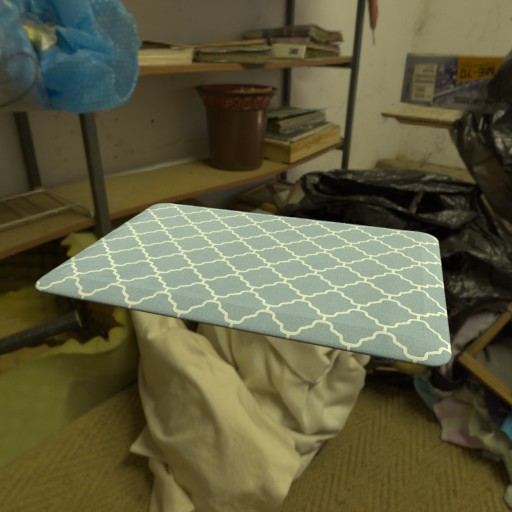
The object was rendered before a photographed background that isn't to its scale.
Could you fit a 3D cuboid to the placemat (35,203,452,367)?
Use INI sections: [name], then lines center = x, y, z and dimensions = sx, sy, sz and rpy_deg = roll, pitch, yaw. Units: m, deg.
[placemat]
center = 0.000, 0.000, 0.958
dimensions = 0.762, 0.021, 0.508
rpy_deg = 8, 28, 16
